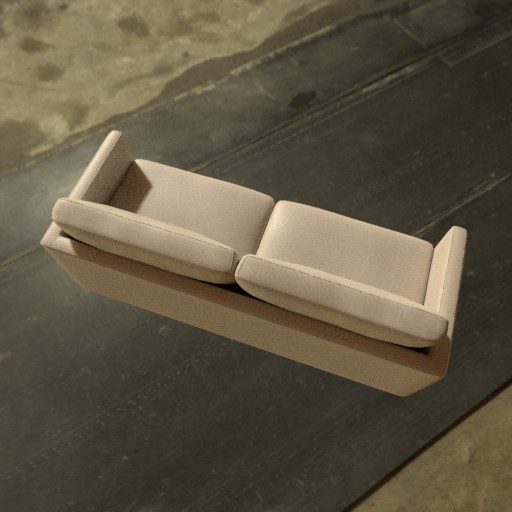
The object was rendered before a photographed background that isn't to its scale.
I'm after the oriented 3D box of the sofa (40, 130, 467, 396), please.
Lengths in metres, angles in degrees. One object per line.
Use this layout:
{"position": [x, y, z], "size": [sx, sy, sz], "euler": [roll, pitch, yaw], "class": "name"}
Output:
{"position": [0.000, 0.000, 2.828], "size": [2.361, 0.968, 0.951], "euler": [17, 65, 8], "class": "sofa"}
